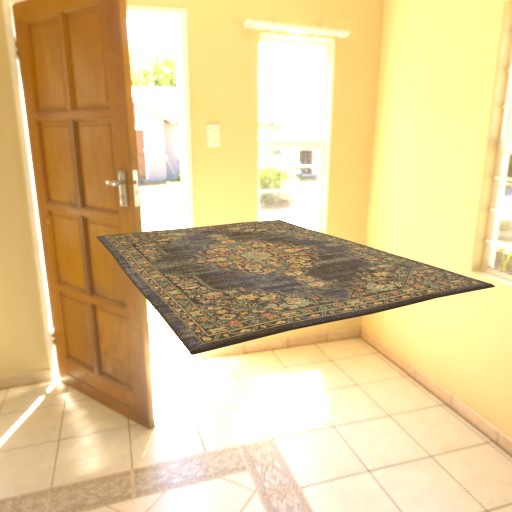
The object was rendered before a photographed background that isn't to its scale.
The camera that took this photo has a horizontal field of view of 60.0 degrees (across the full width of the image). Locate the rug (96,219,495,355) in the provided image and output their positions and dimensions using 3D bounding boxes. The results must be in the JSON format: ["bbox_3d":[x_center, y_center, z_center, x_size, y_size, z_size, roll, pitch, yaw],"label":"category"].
[{"bbox_3d":[0.000,0.000,4.708,2.716,0.035,3.612,-7,16,-26],"label":"rug"}]
